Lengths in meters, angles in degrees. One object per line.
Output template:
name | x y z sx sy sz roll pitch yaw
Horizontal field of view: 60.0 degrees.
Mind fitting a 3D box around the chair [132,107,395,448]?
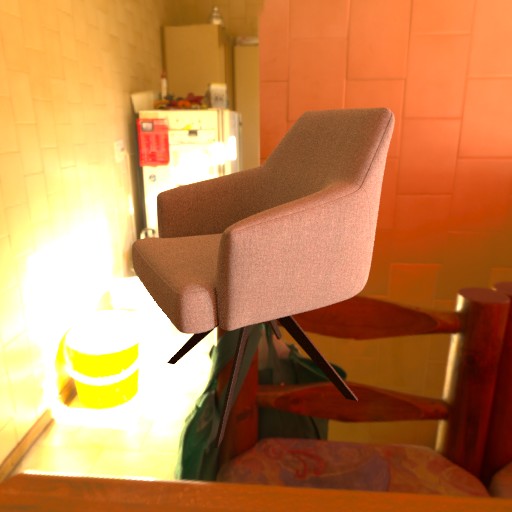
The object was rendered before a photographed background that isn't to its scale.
chair | 0.000 0.000 1.373 0.677 0.874 0.642 -8 18 -25
